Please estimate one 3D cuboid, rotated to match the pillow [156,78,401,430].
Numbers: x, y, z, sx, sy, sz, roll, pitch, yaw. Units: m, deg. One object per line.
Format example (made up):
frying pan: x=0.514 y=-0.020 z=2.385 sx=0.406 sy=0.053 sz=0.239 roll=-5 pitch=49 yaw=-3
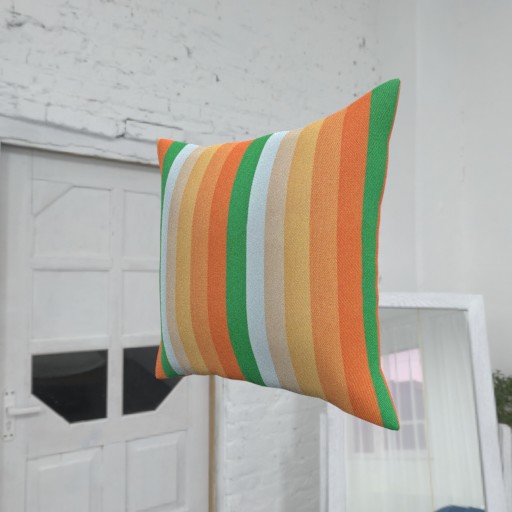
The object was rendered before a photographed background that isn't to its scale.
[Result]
pillow: x=0.000 y=0.000 z=0.689 sx=0.453 sy=0.444 sz=0.169 roll=-1 pitch=-2 yaw=36
